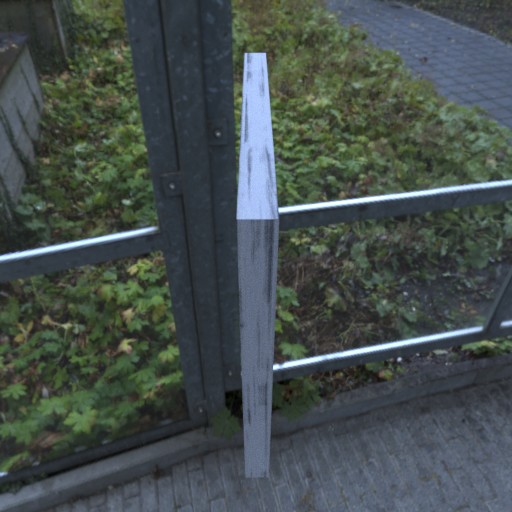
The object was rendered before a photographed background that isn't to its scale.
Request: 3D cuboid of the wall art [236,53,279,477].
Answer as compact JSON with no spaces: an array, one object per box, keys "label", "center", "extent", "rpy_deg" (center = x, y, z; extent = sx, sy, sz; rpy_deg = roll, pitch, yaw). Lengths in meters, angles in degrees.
[{"label":"wall art","center":[0.000,0.000,0.745],"extent":[0.038,0.506,0.506],"rpy_deg":[0,40,0]}]
